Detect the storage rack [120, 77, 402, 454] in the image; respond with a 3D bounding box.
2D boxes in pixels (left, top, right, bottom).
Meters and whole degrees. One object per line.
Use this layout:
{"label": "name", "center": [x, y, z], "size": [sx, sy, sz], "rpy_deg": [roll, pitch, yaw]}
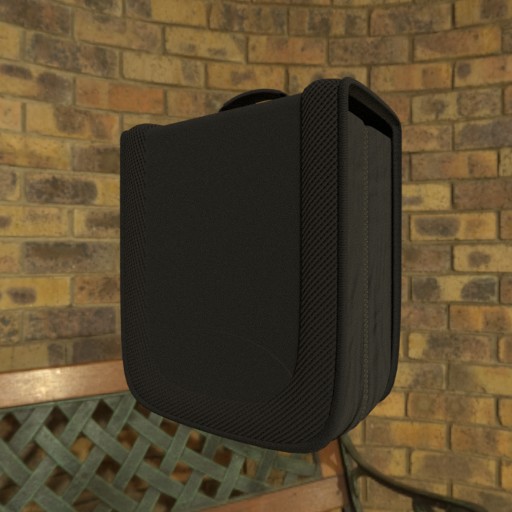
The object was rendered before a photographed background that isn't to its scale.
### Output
{"label": "storage rack", "center": [0.000, 0.000, 0.526], "size": [0.297, 0.387, 0.168], "rpy_deg": [0, 0, 35]}
